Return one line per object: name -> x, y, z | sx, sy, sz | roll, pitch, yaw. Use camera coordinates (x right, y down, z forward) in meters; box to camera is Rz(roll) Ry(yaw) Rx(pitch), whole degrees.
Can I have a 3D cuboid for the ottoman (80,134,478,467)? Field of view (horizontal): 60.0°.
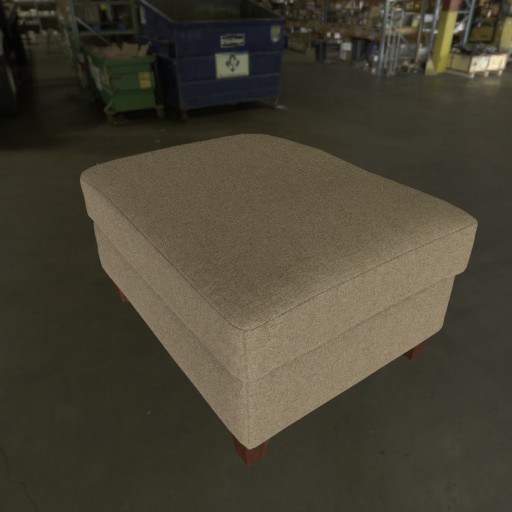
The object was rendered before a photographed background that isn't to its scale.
ottoman -> 0.000, 0.000, 1.268 | 0.692, 0.511, 0.889 | -20, 36, -30
